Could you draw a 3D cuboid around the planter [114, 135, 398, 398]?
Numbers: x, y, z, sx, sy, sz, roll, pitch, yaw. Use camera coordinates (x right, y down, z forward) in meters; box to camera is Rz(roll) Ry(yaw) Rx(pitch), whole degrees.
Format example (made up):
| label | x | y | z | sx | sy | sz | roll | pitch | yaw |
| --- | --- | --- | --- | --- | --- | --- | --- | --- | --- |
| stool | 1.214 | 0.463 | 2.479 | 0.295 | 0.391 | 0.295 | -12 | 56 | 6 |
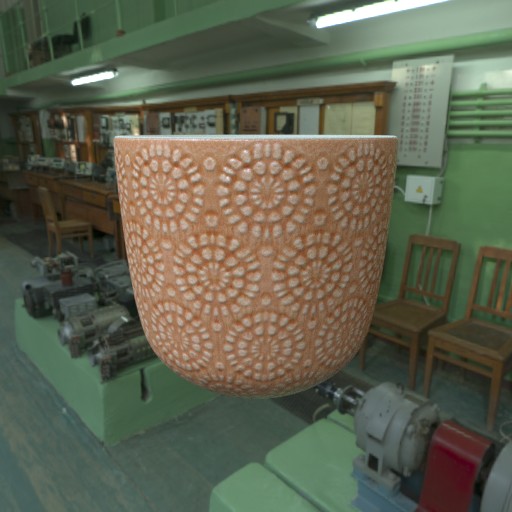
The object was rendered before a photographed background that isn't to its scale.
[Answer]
| label | x | y | z | sx | sy | sz | roll | pitch | yaw |
| --- | --- | --- | --- | --- | --- | --- | --- | --- | --- |
| planter | 0.000 | 0.000 | 0.363 | 0.208 | 0.190 | 0.208 | 0 | 16 | 0 |
